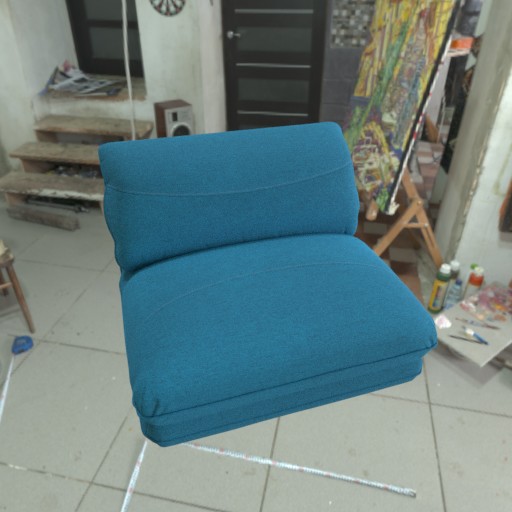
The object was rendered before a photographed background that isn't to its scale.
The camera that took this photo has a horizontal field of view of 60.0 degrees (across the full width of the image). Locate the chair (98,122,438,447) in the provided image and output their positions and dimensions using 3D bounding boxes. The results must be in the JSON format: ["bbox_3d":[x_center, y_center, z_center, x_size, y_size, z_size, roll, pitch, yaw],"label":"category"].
[{"bbox_3d":[0.000,0.000,1.320,0.820,0.580,0.780,-10,34,-15],"label":"chair"}]
